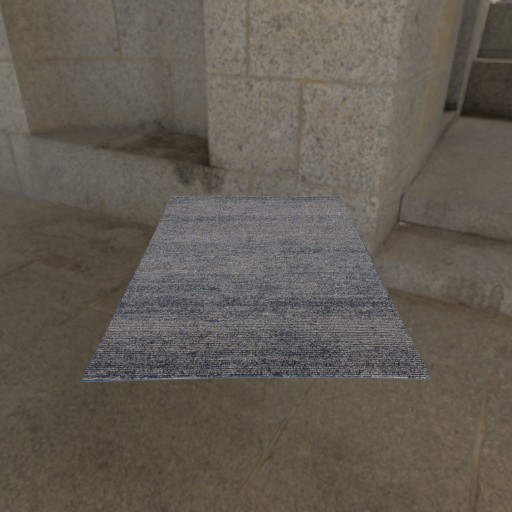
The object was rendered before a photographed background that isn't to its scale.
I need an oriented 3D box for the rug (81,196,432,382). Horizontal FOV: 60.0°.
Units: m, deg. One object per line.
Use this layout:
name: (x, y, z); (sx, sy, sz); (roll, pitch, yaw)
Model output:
rug: (0.000, 0.000, 2.195); (1.135, 0.010, 1.740); (0, 28, 0)
